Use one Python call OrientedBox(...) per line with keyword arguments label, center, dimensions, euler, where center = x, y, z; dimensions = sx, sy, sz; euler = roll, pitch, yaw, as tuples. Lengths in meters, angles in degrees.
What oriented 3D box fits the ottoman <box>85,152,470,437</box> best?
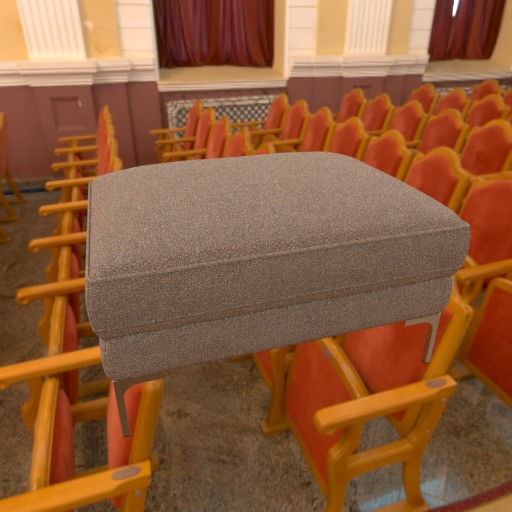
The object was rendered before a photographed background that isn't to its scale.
OrientedBox(label="ottoman", center=(0.000, 0.000, 1.138), dimensions=(0.785, 0.464, 0.583), euler=(-8, 28, -16))
